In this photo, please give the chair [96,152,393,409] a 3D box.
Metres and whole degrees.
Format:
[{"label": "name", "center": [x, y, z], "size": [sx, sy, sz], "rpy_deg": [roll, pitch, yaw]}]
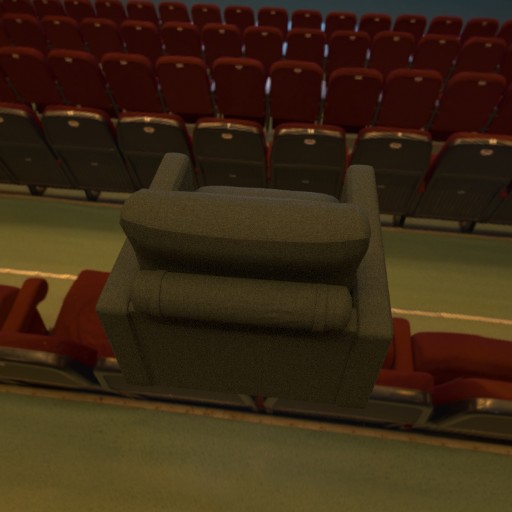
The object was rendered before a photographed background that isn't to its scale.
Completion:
[{"label": "chair", "center": [0.000, 0.000, 1.539], "size": [0.821, 0.880, 0.843], "rpy_deg": [5, 46, 5]}]
